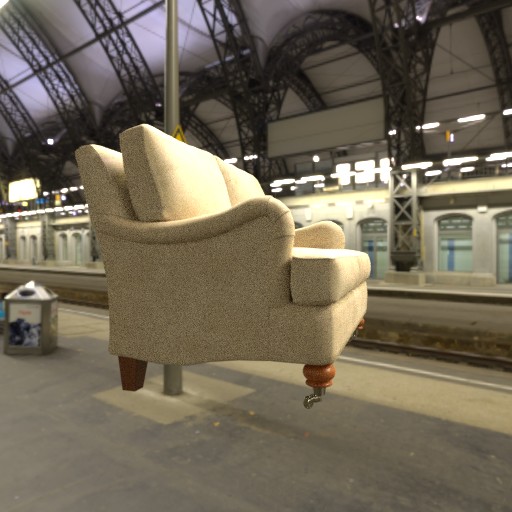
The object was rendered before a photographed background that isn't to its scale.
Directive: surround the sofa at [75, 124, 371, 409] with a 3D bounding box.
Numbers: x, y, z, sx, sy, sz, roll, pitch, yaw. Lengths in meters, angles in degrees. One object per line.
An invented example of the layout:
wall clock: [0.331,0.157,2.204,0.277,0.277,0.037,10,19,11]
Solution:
sofa: [0.000,0.000,2.308,1.086,1.087,1.498,0,1,18]
